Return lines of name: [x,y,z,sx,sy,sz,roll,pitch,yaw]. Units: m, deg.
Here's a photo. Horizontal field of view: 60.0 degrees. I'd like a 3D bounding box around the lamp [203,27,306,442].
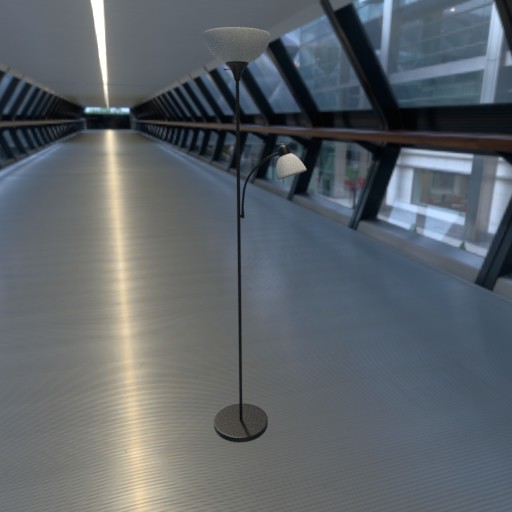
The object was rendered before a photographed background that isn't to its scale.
lamp: [0.000,0.000,1.971,0.442,1.804,0.279,8,18,26]
